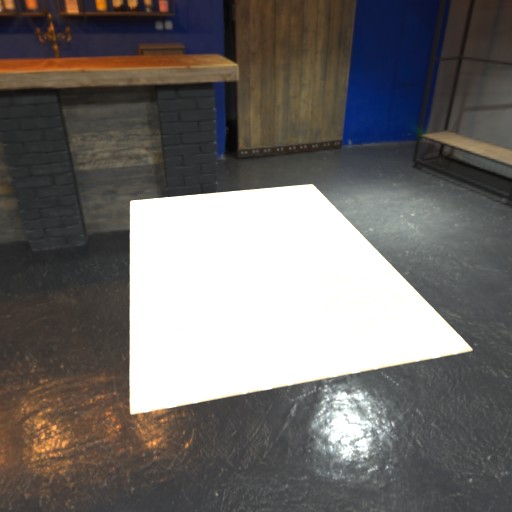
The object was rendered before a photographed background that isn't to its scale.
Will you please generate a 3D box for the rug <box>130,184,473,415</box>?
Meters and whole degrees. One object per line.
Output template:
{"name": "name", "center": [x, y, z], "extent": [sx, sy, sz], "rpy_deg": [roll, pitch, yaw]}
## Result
{"name": "rug", "center": [0.000, 0.000, 2.761], "extent": [1.524, 0.010, 2.134], "rpy_deg": [-7, 31, -12]}
